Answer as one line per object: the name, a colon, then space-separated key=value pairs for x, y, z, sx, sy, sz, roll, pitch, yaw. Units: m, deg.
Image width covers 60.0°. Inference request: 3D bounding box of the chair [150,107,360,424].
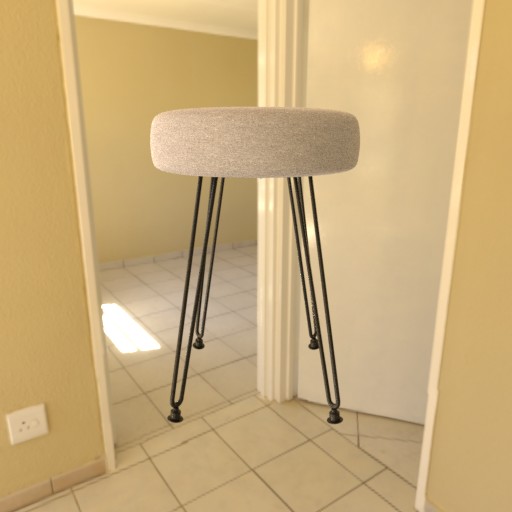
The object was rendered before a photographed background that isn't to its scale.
chair: x=0.000 y=0.000 z=0.701 sx=0.350 sy=0.440 sz=0.350 roll=-15 pitch=22 yaw=-42
